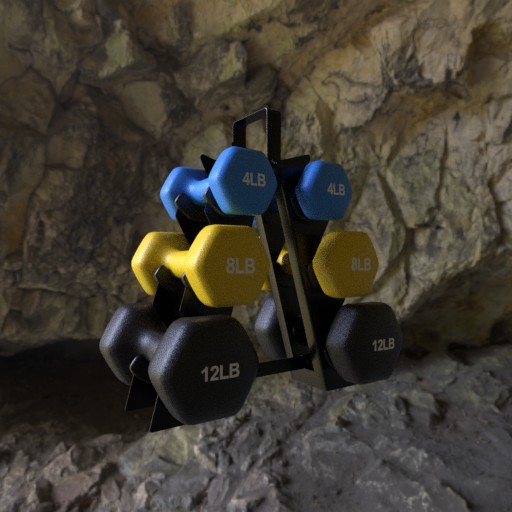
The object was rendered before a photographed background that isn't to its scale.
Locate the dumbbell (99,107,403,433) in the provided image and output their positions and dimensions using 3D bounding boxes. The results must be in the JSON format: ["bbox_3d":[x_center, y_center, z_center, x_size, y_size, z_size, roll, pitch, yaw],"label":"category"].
[{"bbox_3d":[0.000,0.000,0.675,0.409,0.426,0.255,0,0,-35],"label":"dumbbell"}]
